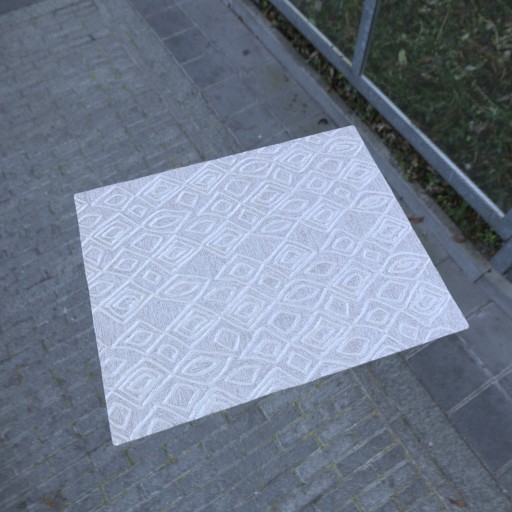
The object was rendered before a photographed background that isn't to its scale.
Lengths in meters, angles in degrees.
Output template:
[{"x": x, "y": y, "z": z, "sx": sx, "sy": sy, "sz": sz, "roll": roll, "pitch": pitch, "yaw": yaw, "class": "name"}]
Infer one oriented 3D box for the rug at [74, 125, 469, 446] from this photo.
[{"x": 0.000, "y": 0.000, "z": 4.097, "sx": 3.049, "sy": 0.025, "sz": 2.449, "roll": -16, "pitch": 63, "yaw": -8, "class": "rug"}]
